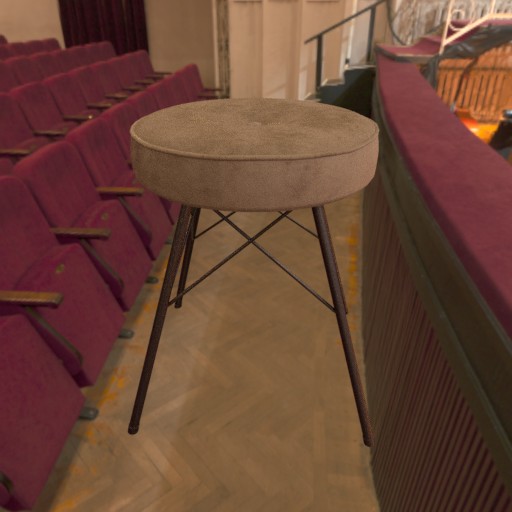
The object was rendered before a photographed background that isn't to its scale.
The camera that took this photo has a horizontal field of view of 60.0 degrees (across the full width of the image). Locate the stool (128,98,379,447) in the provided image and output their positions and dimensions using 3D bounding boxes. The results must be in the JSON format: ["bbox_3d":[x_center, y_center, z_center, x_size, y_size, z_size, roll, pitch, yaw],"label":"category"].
[{"bbox_3d":[0.000,0.000,0.863,0.457,0.538,0.423,2,29,3],"label":"stool"}]
